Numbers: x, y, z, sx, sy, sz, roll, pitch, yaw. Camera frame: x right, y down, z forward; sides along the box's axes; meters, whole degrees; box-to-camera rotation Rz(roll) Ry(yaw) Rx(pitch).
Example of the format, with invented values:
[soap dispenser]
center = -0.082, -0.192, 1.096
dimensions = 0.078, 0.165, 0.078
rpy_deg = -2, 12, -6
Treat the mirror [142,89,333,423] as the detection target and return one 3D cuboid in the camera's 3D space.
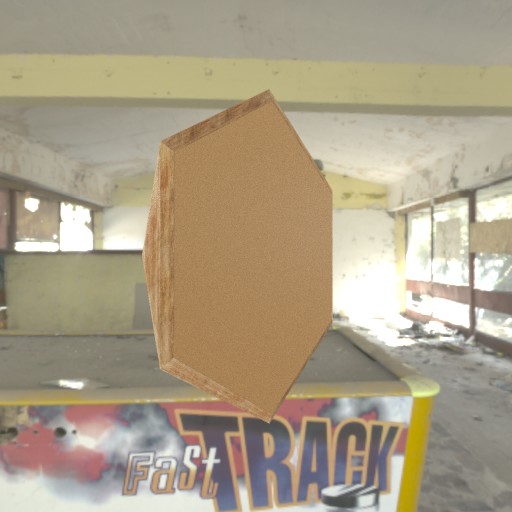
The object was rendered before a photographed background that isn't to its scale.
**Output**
[mirror]
center = 0.000, 0.000, 1.055
dimensions = 0.091, 0.779, 0.675
rpy_deg = 0, 0, 35
